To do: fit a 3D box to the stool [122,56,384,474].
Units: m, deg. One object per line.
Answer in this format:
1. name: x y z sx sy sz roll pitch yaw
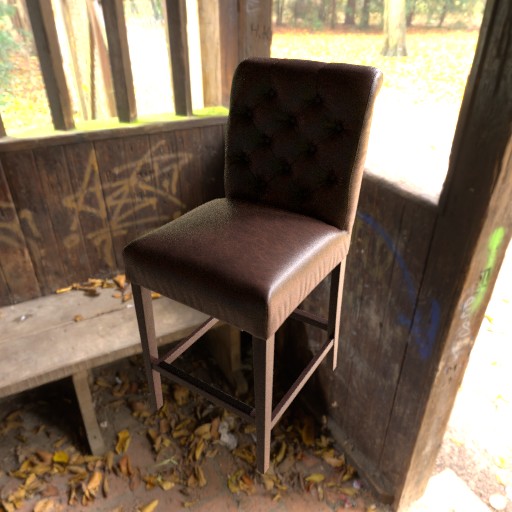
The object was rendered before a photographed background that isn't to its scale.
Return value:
1. stool: 0.000 0.000 1.400 0.486 1.084 0.660 18 36 28
